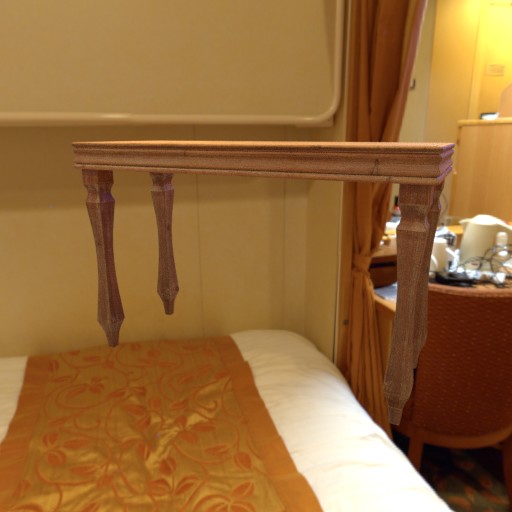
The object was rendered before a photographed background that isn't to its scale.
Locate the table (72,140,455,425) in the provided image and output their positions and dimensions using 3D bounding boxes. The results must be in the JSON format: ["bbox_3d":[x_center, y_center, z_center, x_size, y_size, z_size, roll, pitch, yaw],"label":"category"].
[{"bbox_3d":[0.000,0.000,1.761,1.330,0.873,0.522,8,17,25],"label":"table"}]
